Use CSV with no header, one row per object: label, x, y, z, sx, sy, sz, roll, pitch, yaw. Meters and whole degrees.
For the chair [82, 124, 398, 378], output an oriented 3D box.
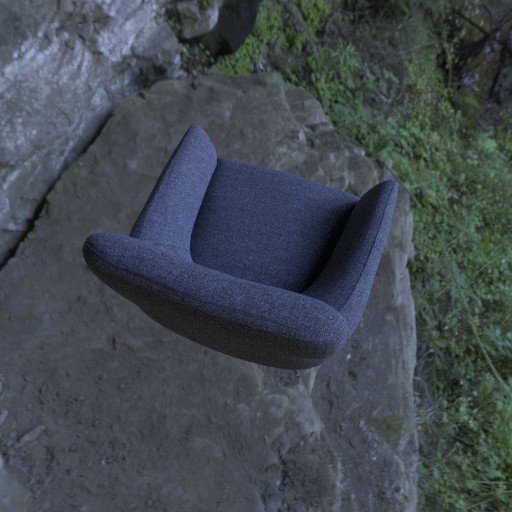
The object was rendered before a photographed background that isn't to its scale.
chair,0.000,0.000,1.360,0.706,0.812,0.715,18,63,9
